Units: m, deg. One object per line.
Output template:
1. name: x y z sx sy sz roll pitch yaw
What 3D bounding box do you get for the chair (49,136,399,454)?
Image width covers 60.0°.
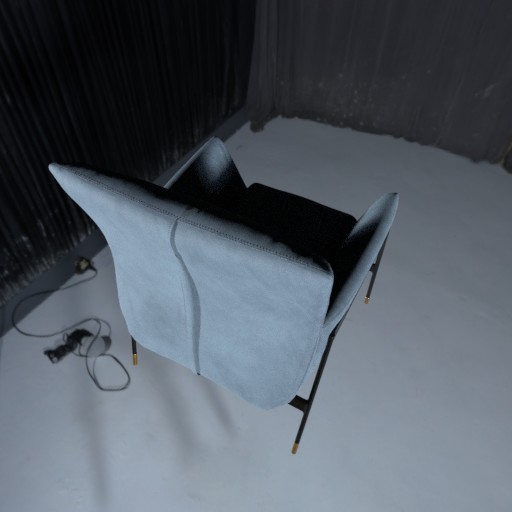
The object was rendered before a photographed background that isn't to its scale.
1. chair: 0.000 0.000 1.362 0.678 0.858 0.709 22 51 19
